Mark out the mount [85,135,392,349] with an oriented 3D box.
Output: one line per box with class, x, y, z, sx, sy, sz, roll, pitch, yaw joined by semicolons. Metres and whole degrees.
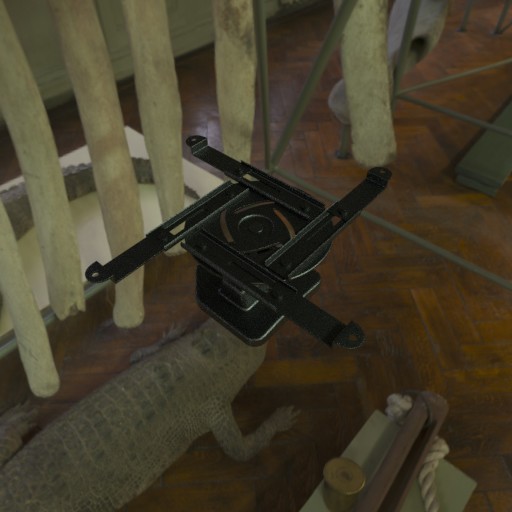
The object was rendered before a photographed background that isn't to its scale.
mount;0.000;0.000;0.600;0.394;0.141;0.394;33;55;27
